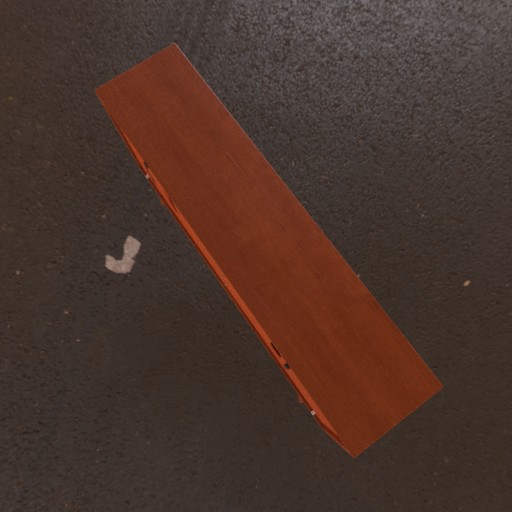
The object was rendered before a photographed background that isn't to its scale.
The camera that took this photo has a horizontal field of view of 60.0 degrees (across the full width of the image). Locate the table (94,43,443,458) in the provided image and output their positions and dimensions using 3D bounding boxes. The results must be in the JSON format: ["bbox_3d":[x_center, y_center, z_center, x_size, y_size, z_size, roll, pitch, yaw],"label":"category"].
[{"bbox_3d":[0.000,0.000,1.529,0.308,0.698,1.220,-35,78,-8],"label":"table"}]
